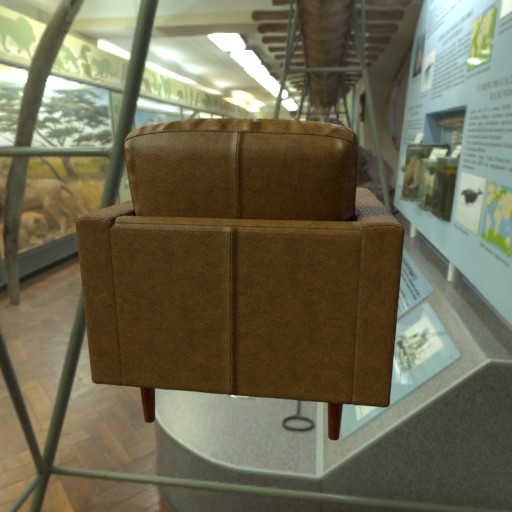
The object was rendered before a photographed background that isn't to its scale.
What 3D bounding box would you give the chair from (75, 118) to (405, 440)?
[{"bbox_3d":[0.000,0.000,1.653,0.890,0.956,0.909,2,15,8],"label":"chair"}]
